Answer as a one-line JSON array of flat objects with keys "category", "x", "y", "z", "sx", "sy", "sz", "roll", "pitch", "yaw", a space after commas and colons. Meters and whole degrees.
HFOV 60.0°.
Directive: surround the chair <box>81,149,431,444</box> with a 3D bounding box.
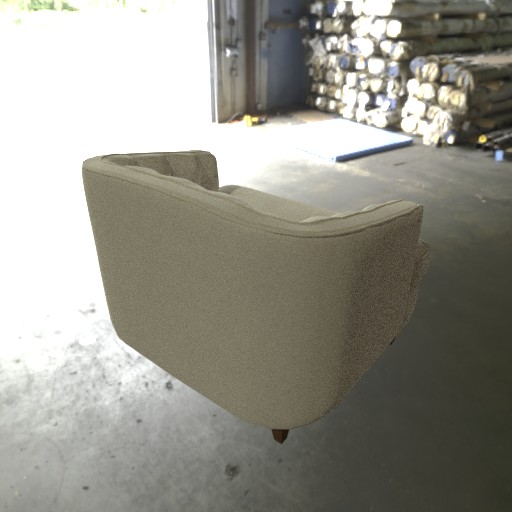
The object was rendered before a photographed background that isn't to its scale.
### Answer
[{"category": "chair", "x": 0.000, "y": 0.000, "z": 1.752, "sx": 1.104, "sy": 0.852, "sz": 0.941, "roll": 21, "pitch": 36, "yaw": 33}]
